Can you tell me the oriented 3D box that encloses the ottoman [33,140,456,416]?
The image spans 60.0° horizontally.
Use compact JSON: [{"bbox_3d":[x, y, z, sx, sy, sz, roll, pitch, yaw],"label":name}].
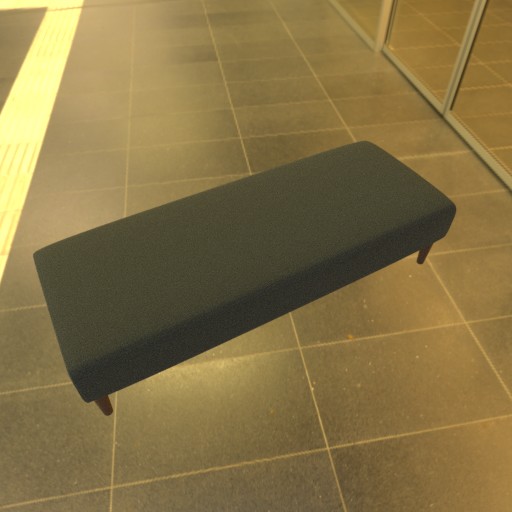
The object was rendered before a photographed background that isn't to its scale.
[{"bbox_3d":[0.000,0.000,1.872,1.609,0.393,0.646,-22,50,-20],"label":"ottoman"}]
